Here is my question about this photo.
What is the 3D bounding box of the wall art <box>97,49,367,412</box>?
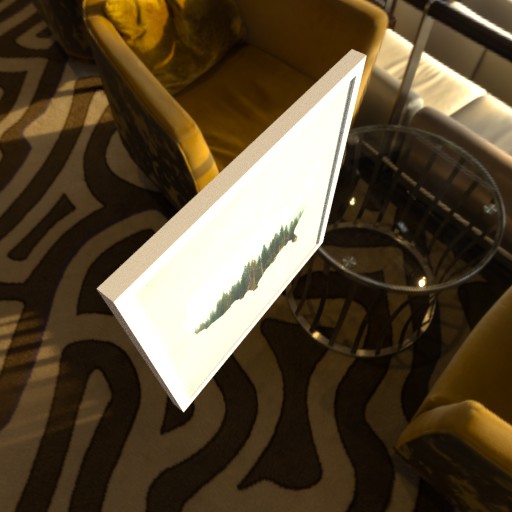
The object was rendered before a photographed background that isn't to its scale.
[{"bbox_3d":[0.000,0.000,1.161,0.038,0.762,0.762,33,64,18],"label":"wall art"}]
